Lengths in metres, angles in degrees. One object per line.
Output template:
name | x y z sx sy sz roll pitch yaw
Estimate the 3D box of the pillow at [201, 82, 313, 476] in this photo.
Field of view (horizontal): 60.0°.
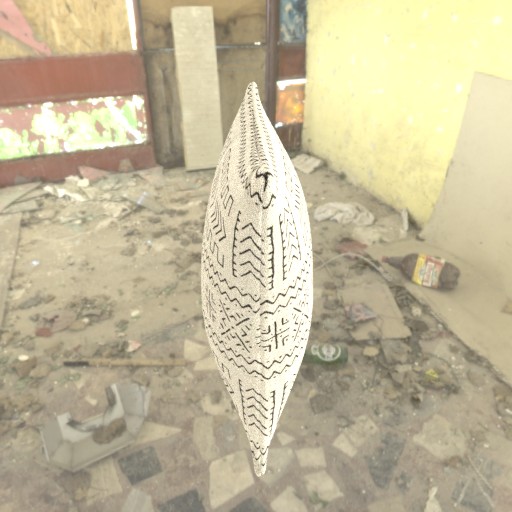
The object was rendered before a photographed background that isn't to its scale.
pillow | 0.000 0.000 0.666 0.164 0.430 0.438 -1 32 -2
